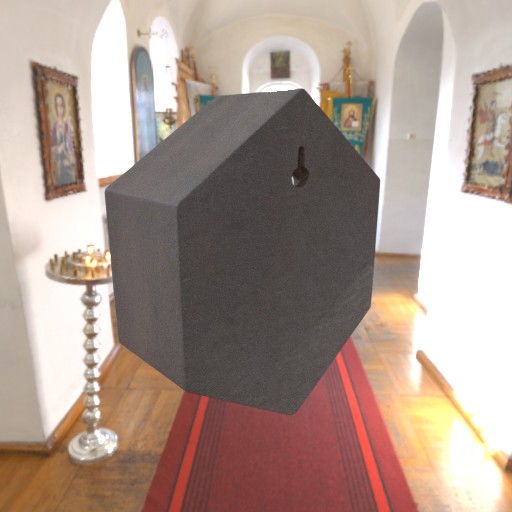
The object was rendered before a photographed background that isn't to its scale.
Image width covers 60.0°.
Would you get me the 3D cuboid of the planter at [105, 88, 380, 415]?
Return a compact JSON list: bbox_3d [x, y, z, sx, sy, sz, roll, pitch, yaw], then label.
[{"bbox_3d":[0.000,0.000,0.297,0.169,0.206,0.077,-14,21,-41],"label":"planter"}]
